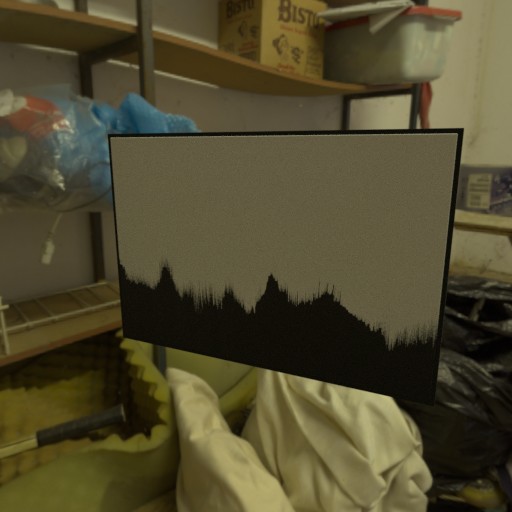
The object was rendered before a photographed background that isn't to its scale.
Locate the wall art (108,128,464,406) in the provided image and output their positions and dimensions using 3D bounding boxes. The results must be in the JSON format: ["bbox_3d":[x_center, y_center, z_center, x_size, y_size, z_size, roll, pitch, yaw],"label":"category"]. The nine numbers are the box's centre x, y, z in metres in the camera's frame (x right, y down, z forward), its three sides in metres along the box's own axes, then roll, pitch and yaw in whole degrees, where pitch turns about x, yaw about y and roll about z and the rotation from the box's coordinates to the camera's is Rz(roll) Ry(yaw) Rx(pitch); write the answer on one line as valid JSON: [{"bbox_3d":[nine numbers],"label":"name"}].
[{"bbox_3d":[0.000,0.000,1.487,1.190,0.805,0.028,6,15,24],"label":"wall art"}]
